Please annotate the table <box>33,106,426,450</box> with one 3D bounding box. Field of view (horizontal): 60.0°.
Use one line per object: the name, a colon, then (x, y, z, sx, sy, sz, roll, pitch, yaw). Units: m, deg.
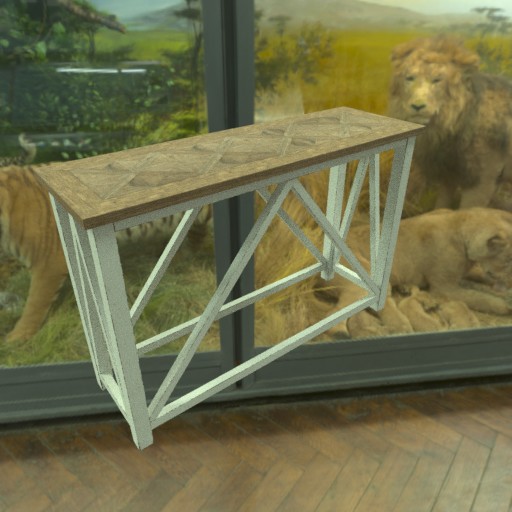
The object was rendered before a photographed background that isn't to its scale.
table: (0.000, 0.000, 1.824, 1.400, 0.930, 0.450, -22, 37, -32)
